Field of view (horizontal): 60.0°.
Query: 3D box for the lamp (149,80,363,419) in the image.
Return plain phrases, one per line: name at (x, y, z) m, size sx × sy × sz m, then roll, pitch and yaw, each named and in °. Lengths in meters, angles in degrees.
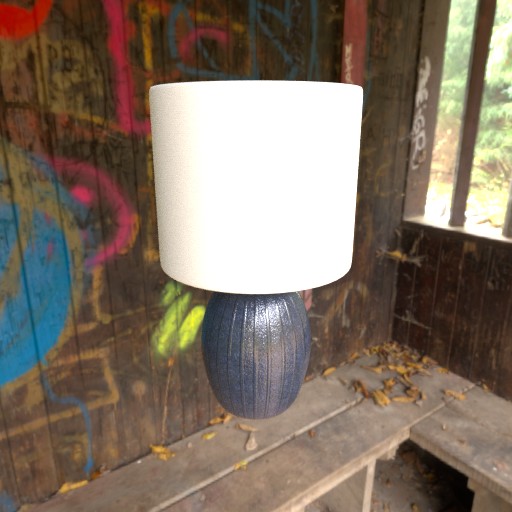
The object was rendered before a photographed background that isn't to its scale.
lamp at (0.000, 0.000, 0.778) m, size 0.329 × 0.570 × 0.329 m, roll 8°, pitch 19°, yaw 24°
